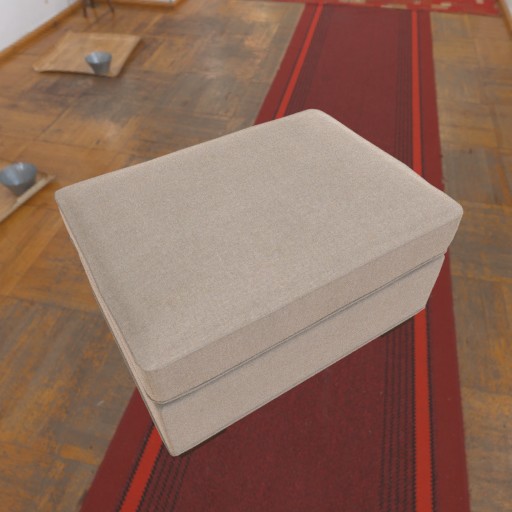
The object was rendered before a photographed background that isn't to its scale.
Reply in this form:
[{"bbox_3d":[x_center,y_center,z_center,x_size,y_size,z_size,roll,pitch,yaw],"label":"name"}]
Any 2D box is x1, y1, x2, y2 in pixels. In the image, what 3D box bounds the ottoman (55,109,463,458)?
[{"bbox_3d":[0.000,0.000,1.235,0.846,0.503,0.617,-24,50,-22],"label":"ottoman"}]
